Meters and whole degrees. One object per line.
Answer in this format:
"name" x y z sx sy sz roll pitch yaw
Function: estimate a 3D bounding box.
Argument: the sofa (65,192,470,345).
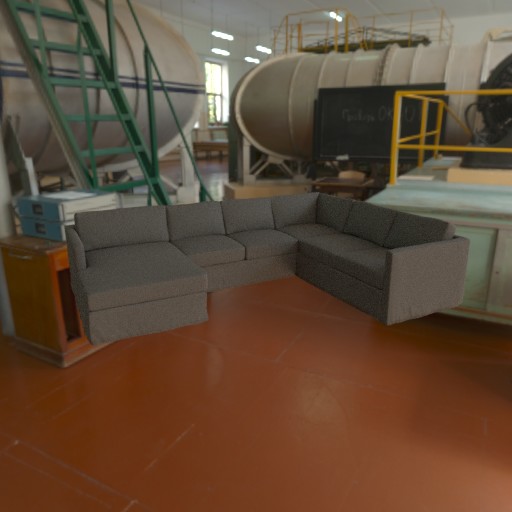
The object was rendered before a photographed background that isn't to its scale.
"sofa" 0.000 0.000 4.653 3.528 0.878 2.476 -9 19 -26
